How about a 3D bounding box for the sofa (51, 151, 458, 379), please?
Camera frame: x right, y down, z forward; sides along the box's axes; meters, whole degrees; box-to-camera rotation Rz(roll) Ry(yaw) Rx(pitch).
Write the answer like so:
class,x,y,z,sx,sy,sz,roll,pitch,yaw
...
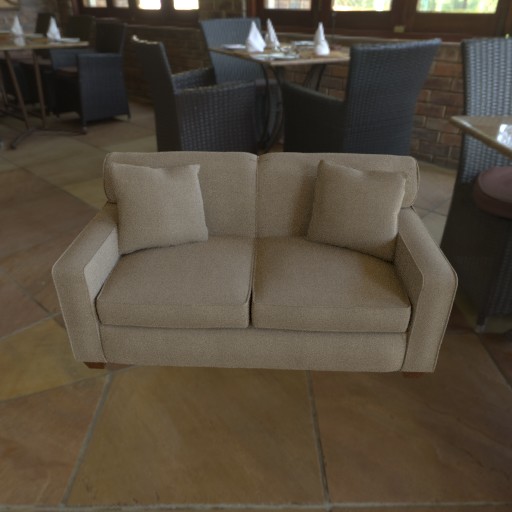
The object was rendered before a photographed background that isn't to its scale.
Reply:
class,x,y,z,sx,sy,sz,roll,pitch,yaw
sofa,0.000,0.000,2.450,1.846,0.958,0.998,1,30,2
